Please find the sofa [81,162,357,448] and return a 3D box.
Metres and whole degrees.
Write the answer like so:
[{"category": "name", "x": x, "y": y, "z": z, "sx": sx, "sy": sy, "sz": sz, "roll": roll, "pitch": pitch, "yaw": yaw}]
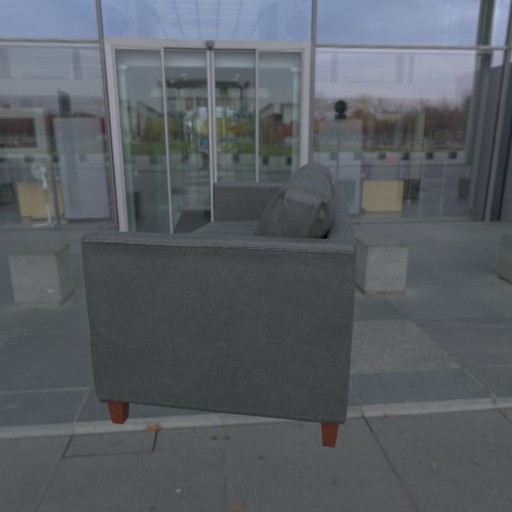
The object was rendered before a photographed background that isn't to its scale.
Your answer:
[{"category": "sofa", "x": 0.000, "y": 0.000, "z": 2.370, "sx": 0.951, "sy": 0.933, "sz": 1.883, "roll": 2, "pitch": 15, "yaw": 9}]
